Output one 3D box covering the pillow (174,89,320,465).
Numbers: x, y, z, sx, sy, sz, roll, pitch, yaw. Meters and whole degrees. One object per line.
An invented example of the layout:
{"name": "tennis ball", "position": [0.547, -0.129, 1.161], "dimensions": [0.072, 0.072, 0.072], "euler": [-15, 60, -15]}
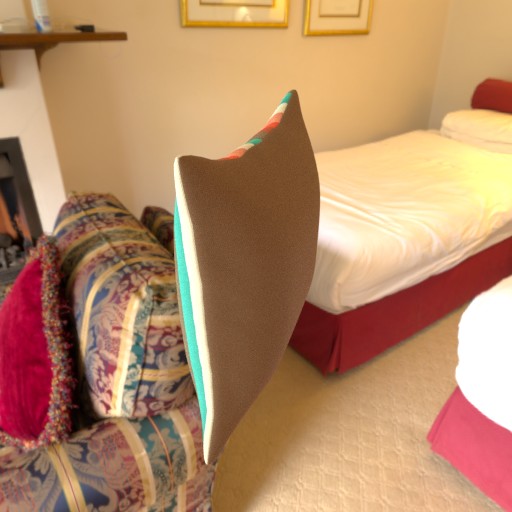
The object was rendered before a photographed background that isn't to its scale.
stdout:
{"name": "pillow", "position": [0.000, 0.000, 0.704], "dimensions": [0.168, 0.443, 0.453], "euler": [9, 30, 16]}
